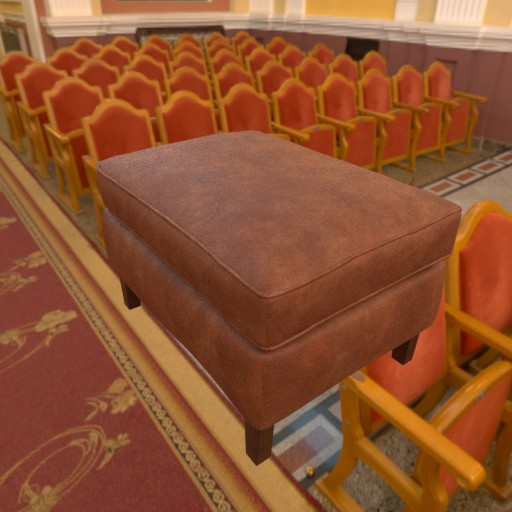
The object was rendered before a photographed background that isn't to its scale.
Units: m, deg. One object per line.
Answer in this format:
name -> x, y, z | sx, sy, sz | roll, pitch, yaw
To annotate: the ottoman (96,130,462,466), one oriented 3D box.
ottoman -> 0.000, 0.000, 0.987 | 0.501, 0.418, 0.665 | -21, 37, -31
